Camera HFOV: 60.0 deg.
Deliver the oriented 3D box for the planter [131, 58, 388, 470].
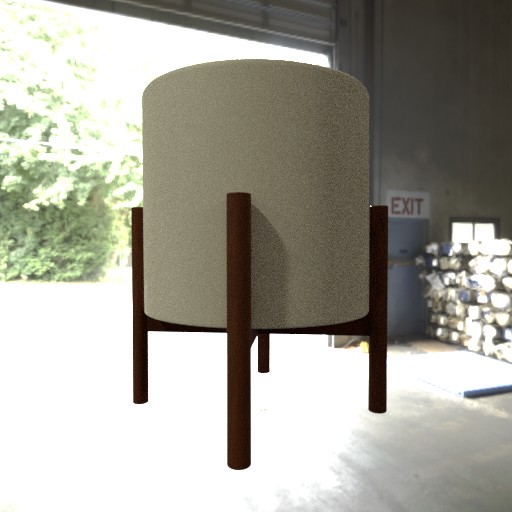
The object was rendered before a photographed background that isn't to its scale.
[{"bbox_3d":[0.000,0.000,0.851,0.421,0.581,0.420,-1,2,-37],"label":"planter"}]
